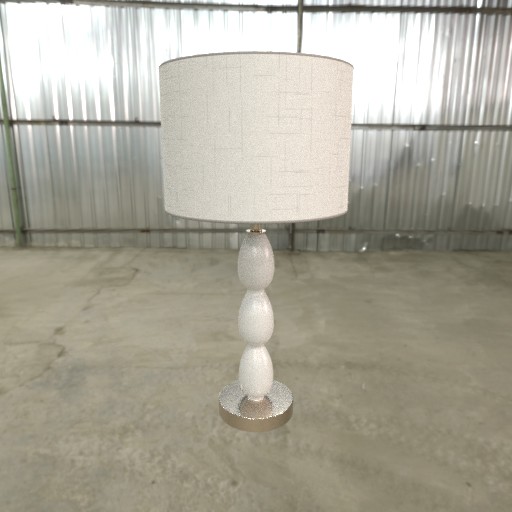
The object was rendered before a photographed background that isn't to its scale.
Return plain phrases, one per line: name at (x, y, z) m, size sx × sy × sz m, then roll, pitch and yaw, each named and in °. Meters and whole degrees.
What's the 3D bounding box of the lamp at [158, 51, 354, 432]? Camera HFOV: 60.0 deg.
lamp at (0.000, 0.000, 0.715) m, size 0.282 × 0.559 × 0.280 m, roll 7°, pitch 16°, yaw 27°
